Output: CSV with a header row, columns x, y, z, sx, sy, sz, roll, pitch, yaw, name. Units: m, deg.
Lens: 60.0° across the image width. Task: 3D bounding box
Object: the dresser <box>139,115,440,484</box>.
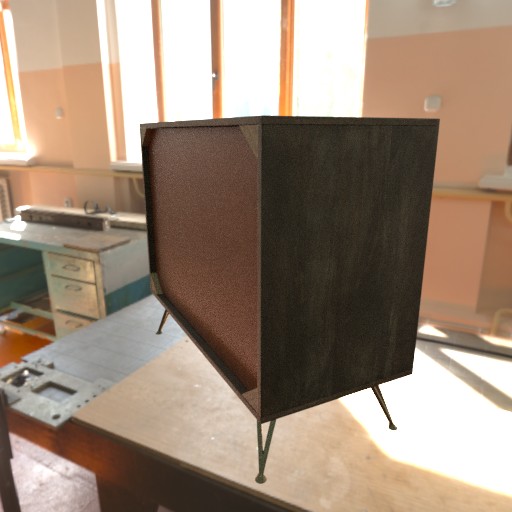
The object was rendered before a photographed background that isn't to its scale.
x,y,z,sx,sy,sz,roll,pitch,yaw,name
0.000,0.000,1.381,0.453,0.801,0.923,-8,18,-26,dresser
